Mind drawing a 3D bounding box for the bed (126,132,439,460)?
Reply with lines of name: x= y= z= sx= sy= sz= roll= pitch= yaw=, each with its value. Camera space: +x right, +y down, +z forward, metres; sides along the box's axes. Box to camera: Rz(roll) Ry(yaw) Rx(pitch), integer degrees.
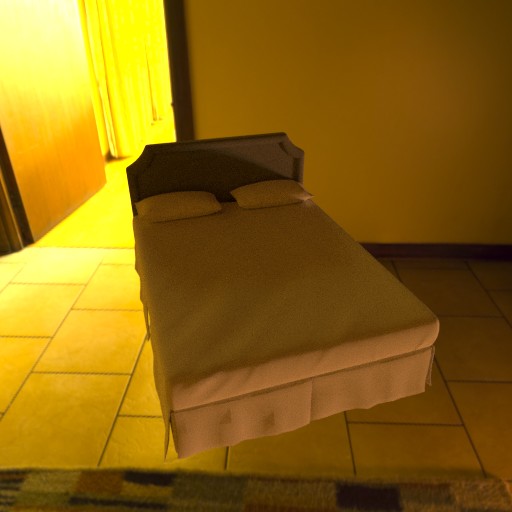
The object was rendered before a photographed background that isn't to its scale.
bed: x=0.000 y=0.000 z=3.671 sx=1.977 sy=1.306 sz=2.464 roll=-10 pitch=32 yaw=-15
